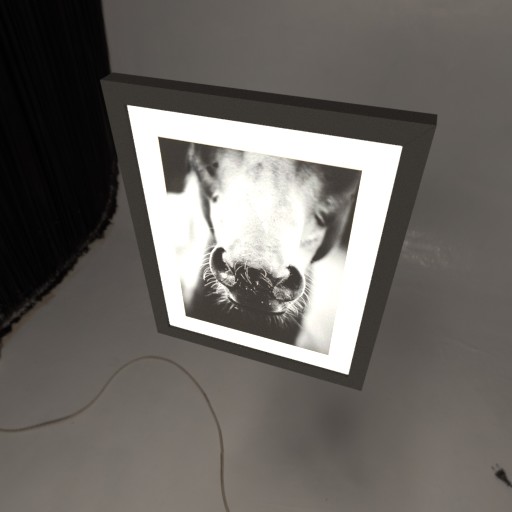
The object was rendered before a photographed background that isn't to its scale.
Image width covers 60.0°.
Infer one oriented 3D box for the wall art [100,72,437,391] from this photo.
[{"bbox_3d":[0.000,0.000,0.554,0.329,0.404,0.024,13,43,14],"label":"wall art"}]
